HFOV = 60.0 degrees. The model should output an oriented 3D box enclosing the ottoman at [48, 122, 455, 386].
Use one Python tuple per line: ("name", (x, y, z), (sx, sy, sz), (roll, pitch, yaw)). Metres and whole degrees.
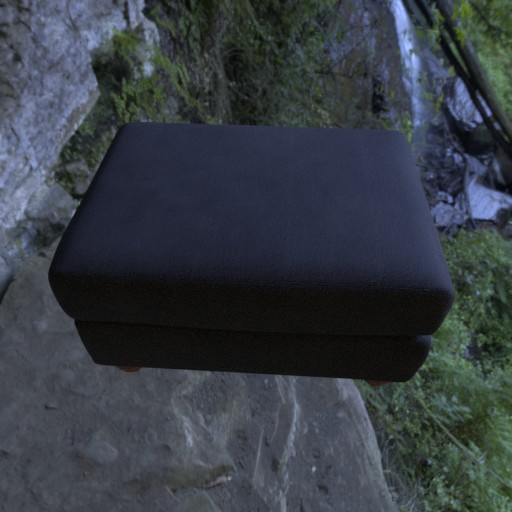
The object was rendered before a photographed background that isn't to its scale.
("ottoman", (0.000, 0.000, 1.125), (0.773, 0.497, 0.574), (3, 47, 2))
